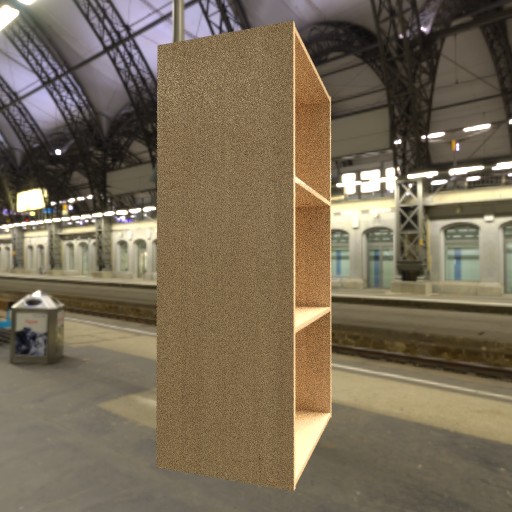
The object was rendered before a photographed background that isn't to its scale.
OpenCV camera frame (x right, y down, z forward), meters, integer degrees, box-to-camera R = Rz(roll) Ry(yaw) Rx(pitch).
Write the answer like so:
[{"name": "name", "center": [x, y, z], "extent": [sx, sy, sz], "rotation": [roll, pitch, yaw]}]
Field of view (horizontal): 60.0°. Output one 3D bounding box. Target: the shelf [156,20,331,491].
[{"name": "shelf", "center": [0.000, 0.000, 1.069], "extent": [0.292, 0.876, 0.417], "rotation": [0, -1, 19]}]
